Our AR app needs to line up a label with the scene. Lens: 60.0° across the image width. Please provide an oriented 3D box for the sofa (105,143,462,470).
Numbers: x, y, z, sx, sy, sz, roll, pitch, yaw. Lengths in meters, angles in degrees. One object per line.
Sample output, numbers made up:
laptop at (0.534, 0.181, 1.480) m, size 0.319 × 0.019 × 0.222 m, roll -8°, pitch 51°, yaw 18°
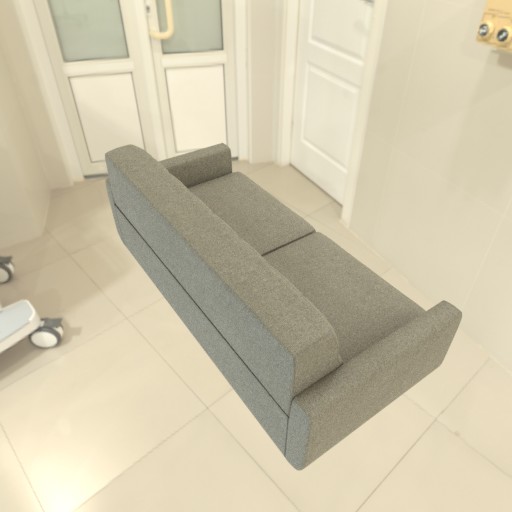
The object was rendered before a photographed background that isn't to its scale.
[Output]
sofa at (0.000, 0.000, 2.543) m, size 0.968 × 0.873 × 2.055 m, roll -25°, pitch 46°, yaw -26°
